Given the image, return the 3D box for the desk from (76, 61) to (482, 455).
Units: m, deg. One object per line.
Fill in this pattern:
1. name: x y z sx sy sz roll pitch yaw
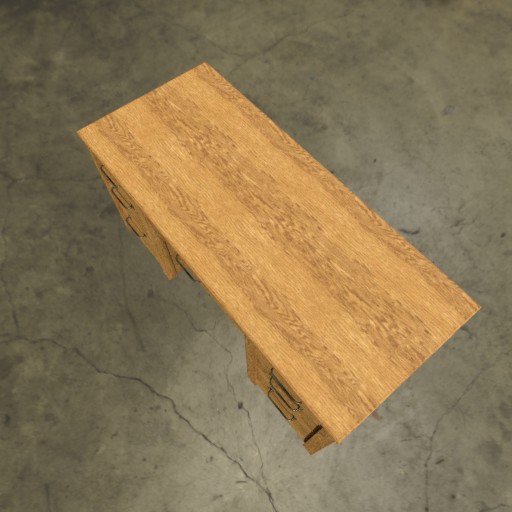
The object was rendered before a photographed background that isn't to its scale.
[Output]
1. desk: 0.000 0.000 2.005 0.685 0.751 1.567 -36 68 -17
